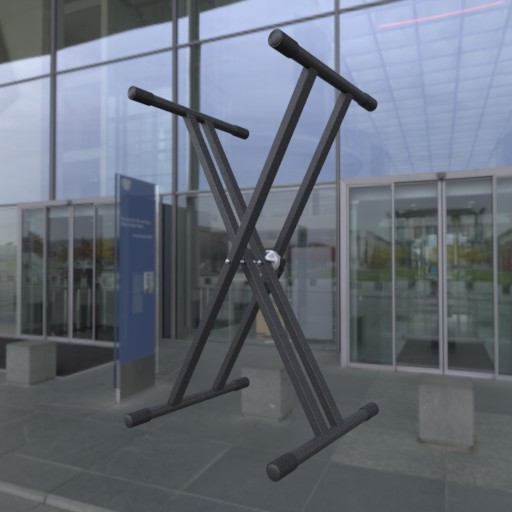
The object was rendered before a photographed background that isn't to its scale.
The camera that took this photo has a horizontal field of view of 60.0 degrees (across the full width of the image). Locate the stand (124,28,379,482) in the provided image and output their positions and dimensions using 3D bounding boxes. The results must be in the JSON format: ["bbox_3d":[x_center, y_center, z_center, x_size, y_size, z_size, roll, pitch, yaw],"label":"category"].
[{"bbox_3d":[0.000,0.000,1.215,0.503,0.900,0.495,-1,-1,38],"label":"stand"}]
